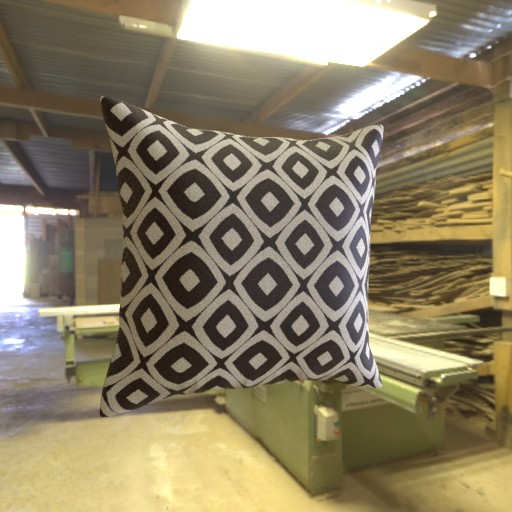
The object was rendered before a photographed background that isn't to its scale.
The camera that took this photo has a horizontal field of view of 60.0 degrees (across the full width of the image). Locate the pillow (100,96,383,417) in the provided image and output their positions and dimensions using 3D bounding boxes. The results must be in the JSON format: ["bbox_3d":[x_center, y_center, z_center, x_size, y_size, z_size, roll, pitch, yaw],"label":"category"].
[{"bbox_3d":[0.000,0.000,0.758,0.504,0.494,0.188,0,0,-18],"label":"pillow"}]
